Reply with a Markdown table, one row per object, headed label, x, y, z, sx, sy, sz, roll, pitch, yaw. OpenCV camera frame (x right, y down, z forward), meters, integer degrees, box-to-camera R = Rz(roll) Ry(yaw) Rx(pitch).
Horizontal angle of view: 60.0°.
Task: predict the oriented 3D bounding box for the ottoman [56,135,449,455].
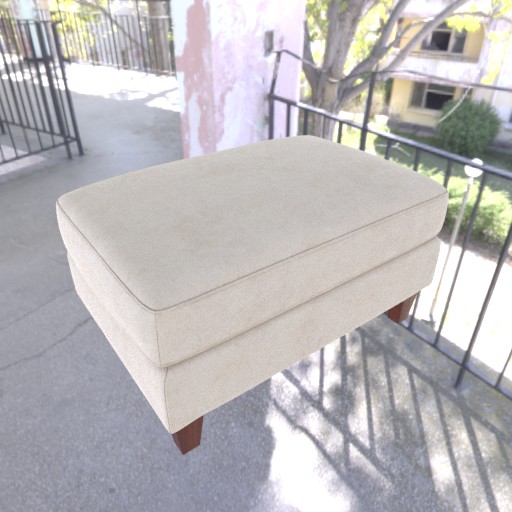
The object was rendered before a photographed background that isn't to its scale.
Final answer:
| label | x | y | z | sx | sy | sz | roll | pitch | yaw |
| --- | --- | --- | --- | --- | --- | --- | --- | --- | --- |
| ottoman | 0.000 | 0.000 | 1.203 | 0.864 | 0.483 | 0.584 | -21 | 38 | -30 |
